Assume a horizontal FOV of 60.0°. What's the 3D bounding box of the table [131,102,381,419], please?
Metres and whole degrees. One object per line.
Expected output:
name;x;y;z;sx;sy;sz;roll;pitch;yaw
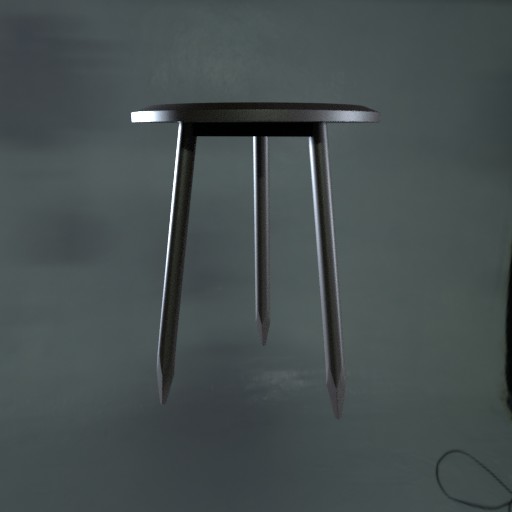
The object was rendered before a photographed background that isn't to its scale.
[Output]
table;0.000;0.000;0.922;0.457;0.585;0.457;0;16;0
